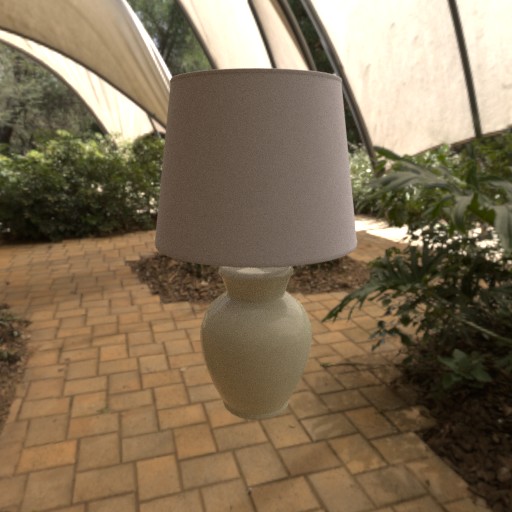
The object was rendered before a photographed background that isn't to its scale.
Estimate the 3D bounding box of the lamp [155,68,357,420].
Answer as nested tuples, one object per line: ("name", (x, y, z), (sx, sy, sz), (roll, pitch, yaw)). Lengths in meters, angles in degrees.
("lamp", (0.000, 0.000, 0.542), (0.239, 0.399, 0.239), (0, 14, 0))
